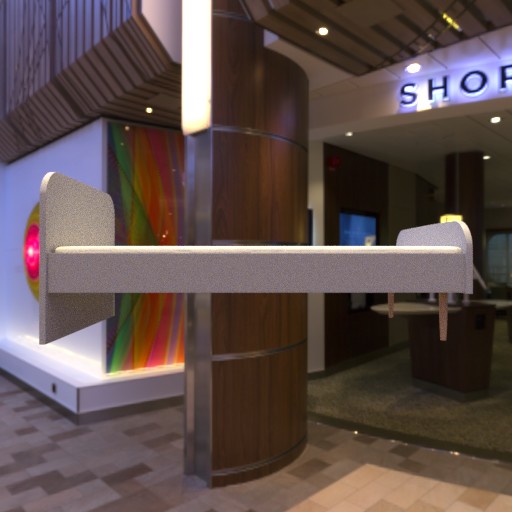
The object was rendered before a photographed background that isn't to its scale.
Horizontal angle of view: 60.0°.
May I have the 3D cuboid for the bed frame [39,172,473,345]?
[{"bbox_3d":[0.000,0.000,2.505,1.963,0.805,0.998,0,0,0],"label":"bed frame"}]
